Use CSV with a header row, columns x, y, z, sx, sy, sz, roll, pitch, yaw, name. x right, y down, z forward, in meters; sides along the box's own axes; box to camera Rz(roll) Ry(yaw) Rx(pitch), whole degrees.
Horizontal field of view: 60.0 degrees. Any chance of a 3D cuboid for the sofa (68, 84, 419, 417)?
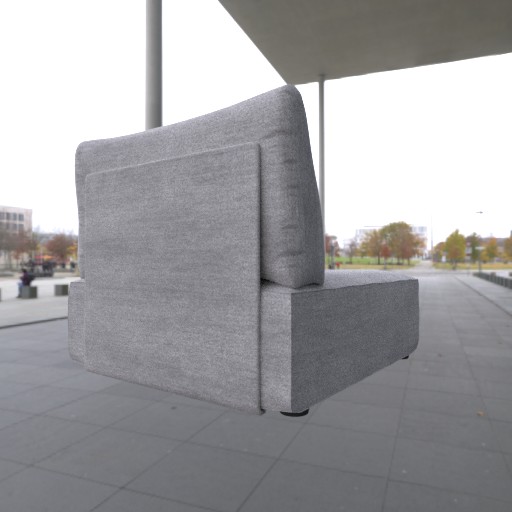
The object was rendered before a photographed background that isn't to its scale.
x,y,z,sx,sy,sz,roll,pitch,yaw,name
0.000,0.000,1.692,0.930,0.820,1.000,0,-1,36,sofa
